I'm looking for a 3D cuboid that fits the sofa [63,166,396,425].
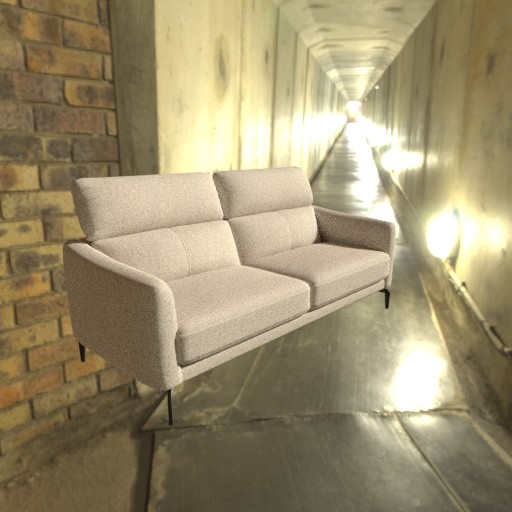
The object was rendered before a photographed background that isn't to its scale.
[{"bbox_3d":[0.000,0.000,2.616,0.856,0.956,2.015,13,19,42],"label":"sofa"}]
